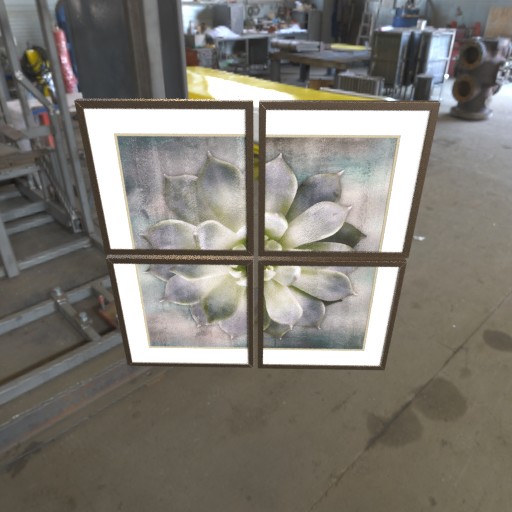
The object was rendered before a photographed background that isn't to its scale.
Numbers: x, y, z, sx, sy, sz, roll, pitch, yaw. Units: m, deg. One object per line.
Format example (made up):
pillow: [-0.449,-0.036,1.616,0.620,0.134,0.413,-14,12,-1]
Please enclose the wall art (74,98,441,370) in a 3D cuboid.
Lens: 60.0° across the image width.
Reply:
wall art: [0.000,0.000,1.524,1.032,1.032,0.030,1,31,1]
